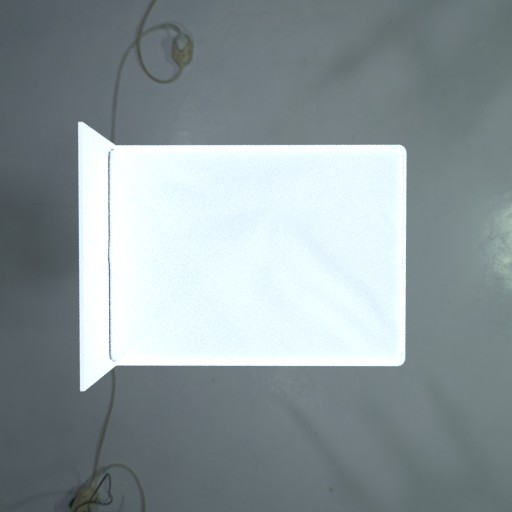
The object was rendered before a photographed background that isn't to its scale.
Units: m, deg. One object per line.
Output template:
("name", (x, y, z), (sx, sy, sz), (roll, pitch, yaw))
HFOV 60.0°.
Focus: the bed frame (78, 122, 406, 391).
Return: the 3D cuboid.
("bed frame", (0.000, 0.000, 2.844), (1.950, 0.800, 1.490), (0, 91, 1))
